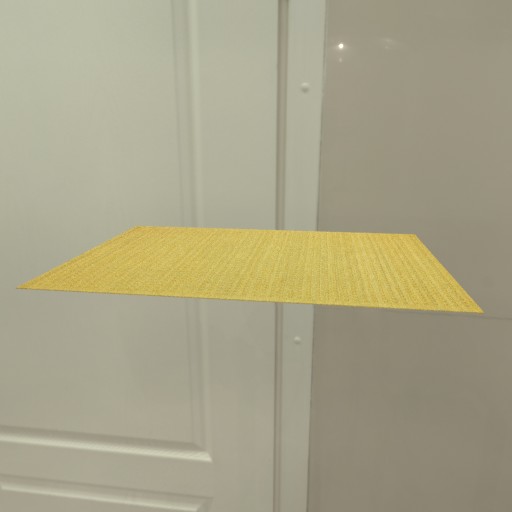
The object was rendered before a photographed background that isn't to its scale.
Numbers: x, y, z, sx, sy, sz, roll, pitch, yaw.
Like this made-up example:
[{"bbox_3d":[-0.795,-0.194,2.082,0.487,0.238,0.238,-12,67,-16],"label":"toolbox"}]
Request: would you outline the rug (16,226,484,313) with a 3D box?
[{"bbox_3d":[0.000,0.000,3.651,2.895,0.006,1.981,2,16,8],"label":"rug"}]
